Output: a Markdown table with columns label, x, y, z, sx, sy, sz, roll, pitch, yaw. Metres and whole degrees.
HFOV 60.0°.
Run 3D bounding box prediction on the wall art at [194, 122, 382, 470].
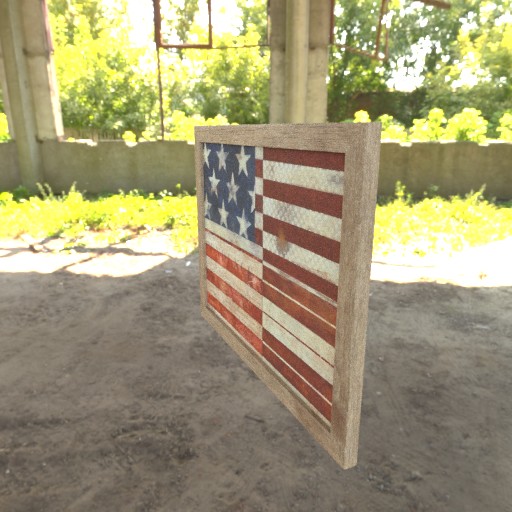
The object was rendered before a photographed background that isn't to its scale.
| label | x | y | z | sx | sy | sz | roll | pitch | yaw |
| --- | --- | --- | --- | --- | --- | --- | --- | --- | --- |
| wall art | 0.000 | 0.000 | 0.940 | 0.026 | 0.535 | 0.690 | -8 | 18 | -25 |
